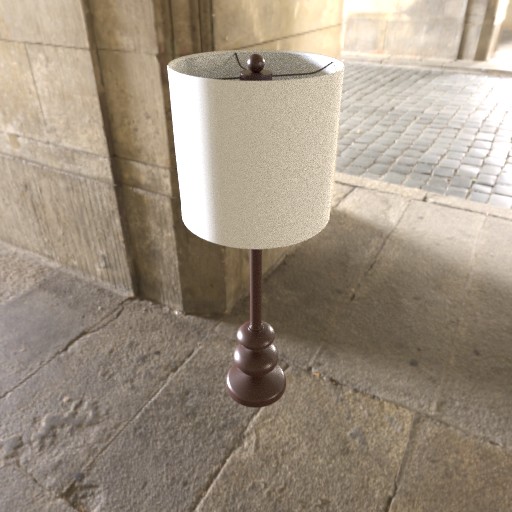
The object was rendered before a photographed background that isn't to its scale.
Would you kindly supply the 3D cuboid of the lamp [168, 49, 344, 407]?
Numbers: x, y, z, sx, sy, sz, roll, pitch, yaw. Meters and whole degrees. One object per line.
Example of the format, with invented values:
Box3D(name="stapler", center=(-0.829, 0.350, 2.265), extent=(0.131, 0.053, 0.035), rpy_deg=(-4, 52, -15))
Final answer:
Box3D(name="lamp", center=(0.000, 0.000, 0.822), extent=(0.254, 0.690, 0.254), rpy_deg=(-9, 34, -14))
